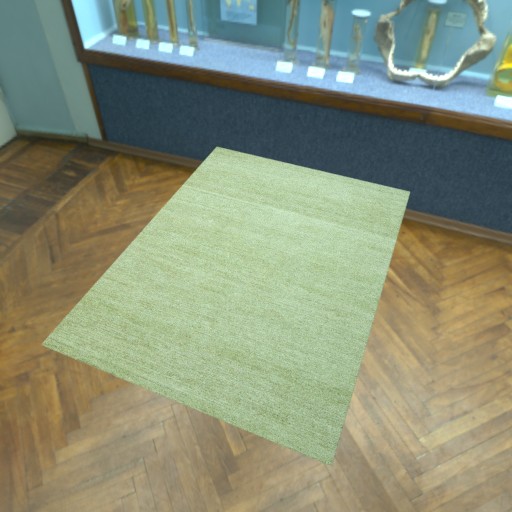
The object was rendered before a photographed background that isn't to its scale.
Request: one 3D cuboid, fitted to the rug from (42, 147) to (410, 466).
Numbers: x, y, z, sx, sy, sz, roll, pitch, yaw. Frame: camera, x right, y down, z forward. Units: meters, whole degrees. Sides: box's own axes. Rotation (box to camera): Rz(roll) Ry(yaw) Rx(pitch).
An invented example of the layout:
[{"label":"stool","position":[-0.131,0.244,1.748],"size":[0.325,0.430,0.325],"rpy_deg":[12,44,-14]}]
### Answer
[{"label":"rug","position":[0.000,0.000,4.286],"size":[2.425,0.016,3.198],"rpy_deg":[17,48,16]}]
